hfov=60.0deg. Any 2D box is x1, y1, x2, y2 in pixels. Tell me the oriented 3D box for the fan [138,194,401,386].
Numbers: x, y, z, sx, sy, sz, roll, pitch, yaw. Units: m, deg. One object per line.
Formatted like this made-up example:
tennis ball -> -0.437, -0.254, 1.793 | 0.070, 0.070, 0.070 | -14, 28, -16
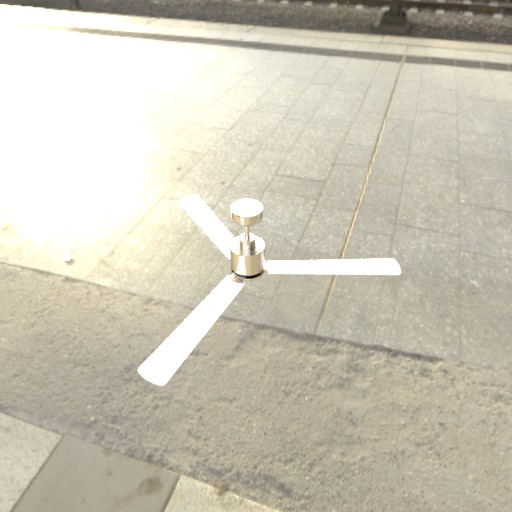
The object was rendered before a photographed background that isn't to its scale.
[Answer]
fan -> 0.000, 0.000, 2.386 | 1.561, 0.446, 1.531 | 11, 41, 13
